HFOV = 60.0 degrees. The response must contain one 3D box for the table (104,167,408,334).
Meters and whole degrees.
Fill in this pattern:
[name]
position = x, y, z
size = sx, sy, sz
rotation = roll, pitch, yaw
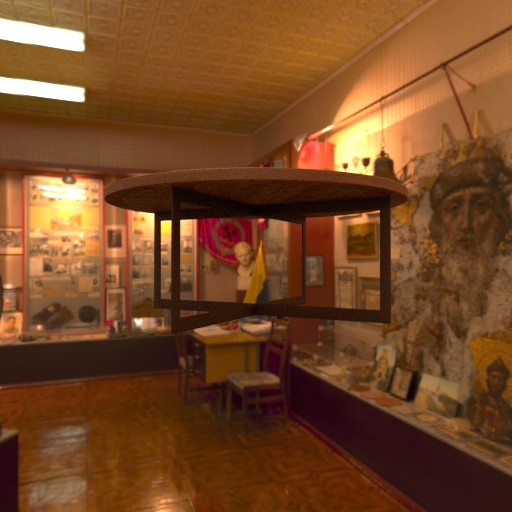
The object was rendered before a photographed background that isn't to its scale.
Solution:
[table]
position = 0.000, 0.000, 1.944
size = 1.264, 0.516, 1.264
rotation = 0, -1, 0
